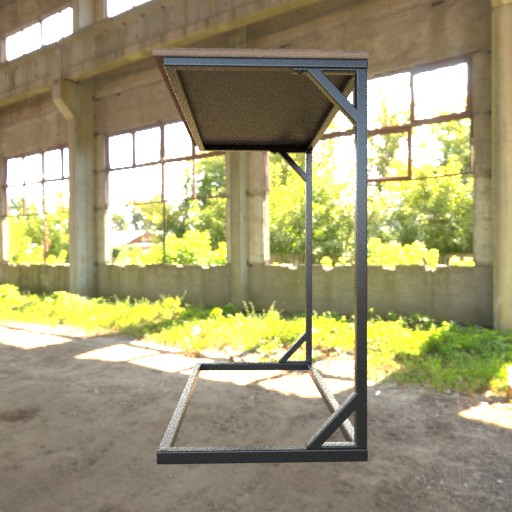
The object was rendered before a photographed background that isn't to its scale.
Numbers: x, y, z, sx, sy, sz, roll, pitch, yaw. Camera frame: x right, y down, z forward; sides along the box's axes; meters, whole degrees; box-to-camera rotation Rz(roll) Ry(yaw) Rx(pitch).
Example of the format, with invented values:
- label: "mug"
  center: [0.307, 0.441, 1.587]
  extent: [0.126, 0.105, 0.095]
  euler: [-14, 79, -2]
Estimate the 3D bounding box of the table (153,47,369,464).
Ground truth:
- label: "table"
  center: [0.000, 0.000, 1.017]
  extent: [0.351, 0.673, 0.597]
  euler: [0, 0, -2]
